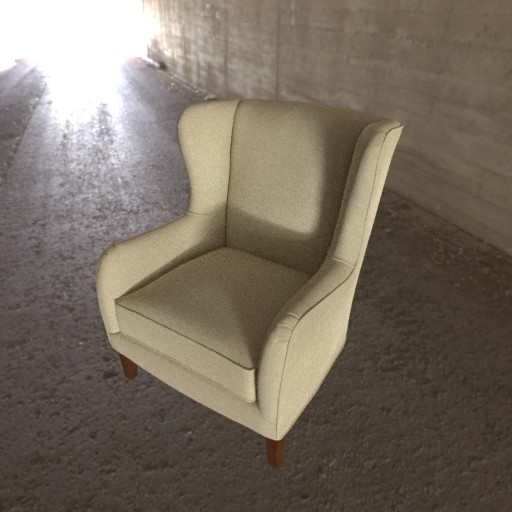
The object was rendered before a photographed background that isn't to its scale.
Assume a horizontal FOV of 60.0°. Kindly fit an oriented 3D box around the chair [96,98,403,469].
[{"bbox_3d":[0.000,0.000,1.748,0.838,1.040,0.966,19,35,29],"label":"chair"}]
